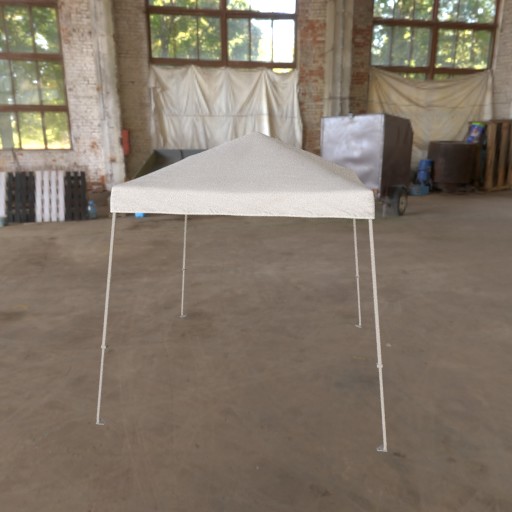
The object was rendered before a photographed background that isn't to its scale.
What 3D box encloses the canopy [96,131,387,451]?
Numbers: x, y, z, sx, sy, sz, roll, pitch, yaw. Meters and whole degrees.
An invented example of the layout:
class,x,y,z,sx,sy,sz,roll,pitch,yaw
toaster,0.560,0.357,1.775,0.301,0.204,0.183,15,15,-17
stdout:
class,x,y,z,sx,sy,sz,roll,pitch,yaw
canopy,0.000,0.000,5.254,2.848,2.849,2.849,2,15,8
